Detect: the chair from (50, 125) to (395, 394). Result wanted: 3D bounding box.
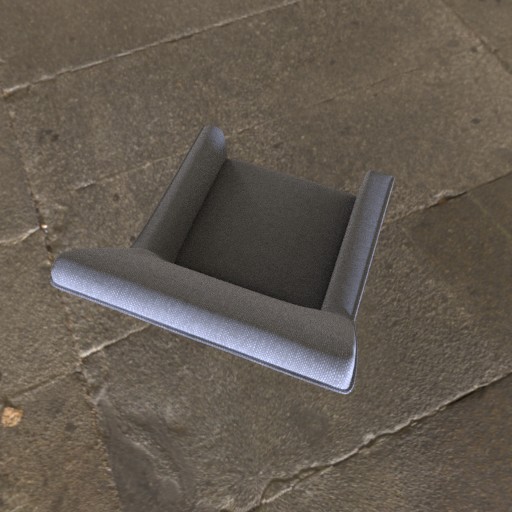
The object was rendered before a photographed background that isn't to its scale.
[{"bbox_3d":[0.000,0.000,1.593,0.780,0.919,0.899,18,65,9],"label":"chair"}]
